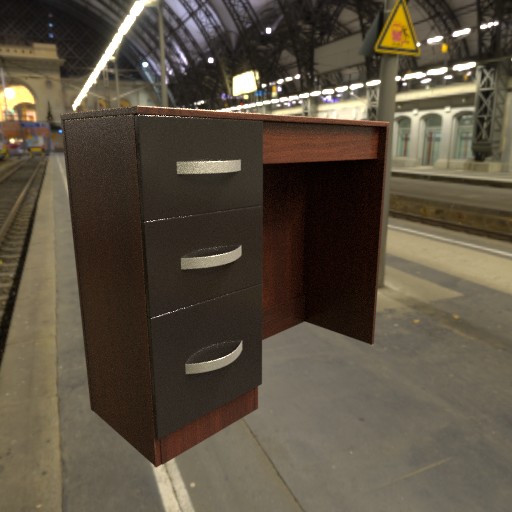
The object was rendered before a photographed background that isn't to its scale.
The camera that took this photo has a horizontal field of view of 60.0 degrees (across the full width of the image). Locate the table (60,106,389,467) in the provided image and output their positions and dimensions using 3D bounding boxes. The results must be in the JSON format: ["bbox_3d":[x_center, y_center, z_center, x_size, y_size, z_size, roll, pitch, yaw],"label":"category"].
[{"bbox_3d":[0.000,0.000,1.332,0.380,0.790,0.930,14,20,43],"label":"table"}]
